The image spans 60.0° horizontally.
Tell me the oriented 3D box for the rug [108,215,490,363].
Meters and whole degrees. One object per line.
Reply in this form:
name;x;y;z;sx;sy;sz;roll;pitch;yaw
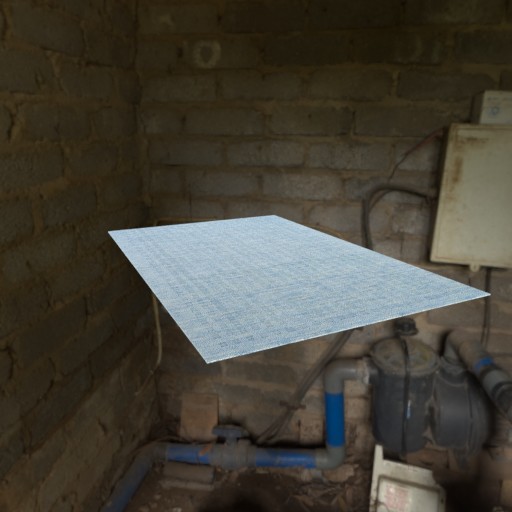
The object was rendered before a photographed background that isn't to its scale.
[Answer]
rug;0.000;0.000;2.905;1.522;0.006;2.286;-8;18;-25
